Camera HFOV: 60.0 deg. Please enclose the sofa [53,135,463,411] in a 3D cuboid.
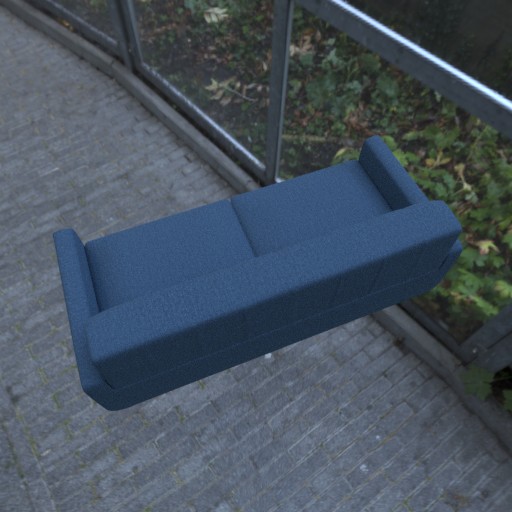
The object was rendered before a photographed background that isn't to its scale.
[{"bbox_3d":[0.000,0.000,2.538,2.055,0.884,0.942,-19,61,-11],"label":"sofa"}]
